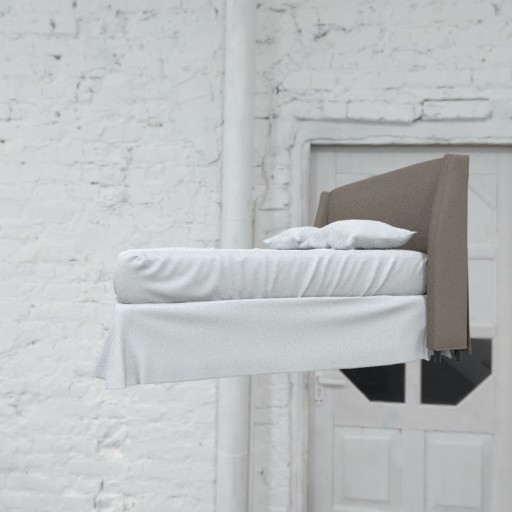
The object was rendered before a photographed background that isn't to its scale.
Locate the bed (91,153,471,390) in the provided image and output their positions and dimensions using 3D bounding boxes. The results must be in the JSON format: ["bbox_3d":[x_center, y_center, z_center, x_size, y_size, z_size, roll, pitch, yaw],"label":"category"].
[{"bbox_3d":[0.000,0.000,3.377,2.276,1.332,1.925,0,0,-17],"label":"bed"}]
